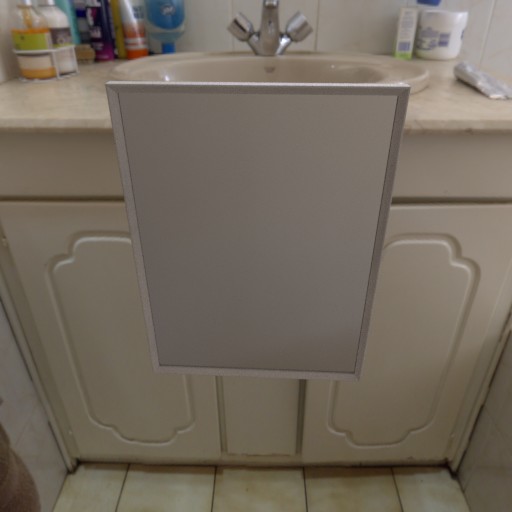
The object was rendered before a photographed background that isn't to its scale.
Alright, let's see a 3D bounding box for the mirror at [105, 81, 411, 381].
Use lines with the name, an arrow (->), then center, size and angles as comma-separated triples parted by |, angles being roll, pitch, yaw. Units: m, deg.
mirror -> 0.000, 0.000, 1.381 | 0.762, 1.016, 0.041 | 2, 31, 3
